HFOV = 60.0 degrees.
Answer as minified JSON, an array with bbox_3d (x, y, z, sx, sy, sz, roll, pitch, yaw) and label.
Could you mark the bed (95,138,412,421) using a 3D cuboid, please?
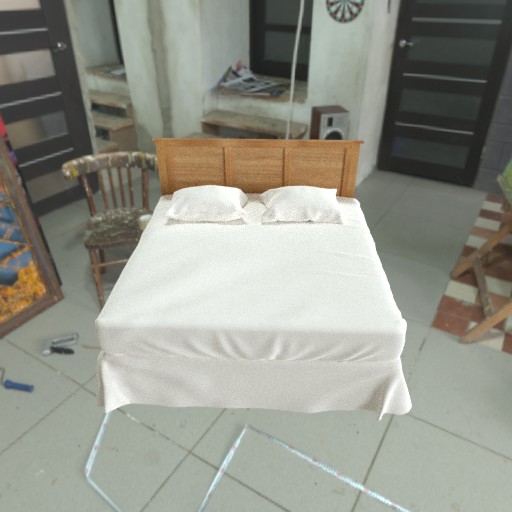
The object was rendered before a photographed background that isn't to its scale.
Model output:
[{"bbox_3d":[0.000,0.000,3.632,2.317,1.270,2.215,1,32,2],"label":"bed"}]
